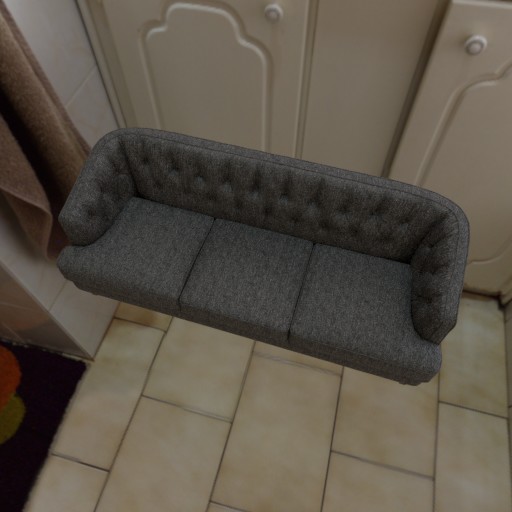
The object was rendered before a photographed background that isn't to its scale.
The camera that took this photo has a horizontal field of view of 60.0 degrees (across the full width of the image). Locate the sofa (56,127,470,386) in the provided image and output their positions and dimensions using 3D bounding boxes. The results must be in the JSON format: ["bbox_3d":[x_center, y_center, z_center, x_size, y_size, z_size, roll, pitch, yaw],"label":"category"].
[{"bbox_3d":[0.000,0.000,2.733,2.278,0.855,0.941,14,58,9],"label":"sofa"}]
